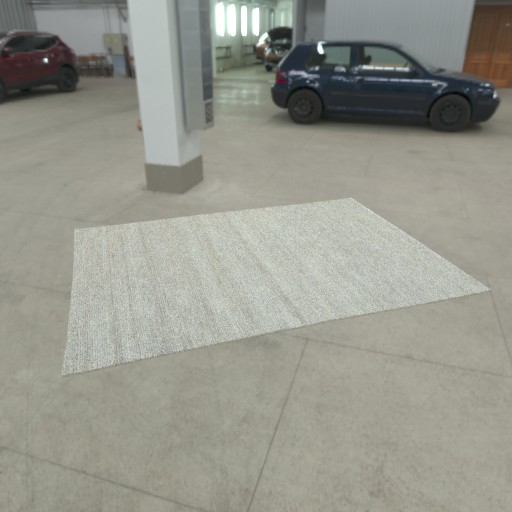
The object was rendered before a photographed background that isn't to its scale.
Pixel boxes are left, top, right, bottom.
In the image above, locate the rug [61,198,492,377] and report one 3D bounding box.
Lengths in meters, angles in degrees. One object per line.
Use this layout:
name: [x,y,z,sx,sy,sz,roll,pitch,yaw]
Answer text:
rug: [0.000,0.000,2.852,2.264,0.030,1.624,-8,28,-16]
